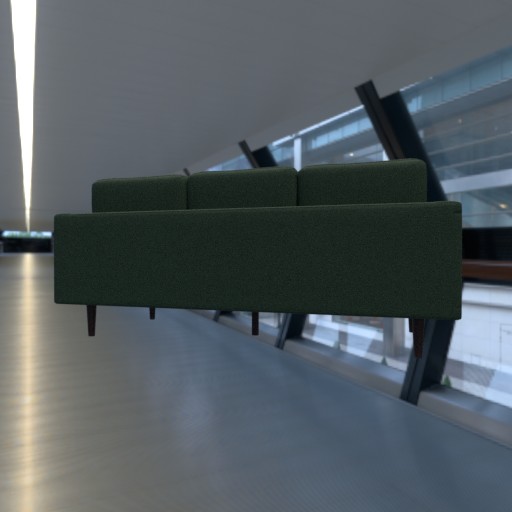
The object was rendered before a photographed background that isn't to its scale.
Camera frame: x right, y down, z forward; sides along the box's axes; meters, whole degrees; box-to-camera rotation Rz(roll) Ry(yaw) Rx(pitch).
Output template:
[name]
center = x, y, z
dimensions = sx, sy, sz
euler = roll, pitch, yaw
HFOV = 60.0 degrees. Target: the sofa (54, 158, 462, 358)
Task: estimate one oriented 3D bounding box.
[sofa]
center = 0.000, 0.000, 2.523
dimensions = 2.029, 0.899, 0.879
euler = 0, 0, 17
